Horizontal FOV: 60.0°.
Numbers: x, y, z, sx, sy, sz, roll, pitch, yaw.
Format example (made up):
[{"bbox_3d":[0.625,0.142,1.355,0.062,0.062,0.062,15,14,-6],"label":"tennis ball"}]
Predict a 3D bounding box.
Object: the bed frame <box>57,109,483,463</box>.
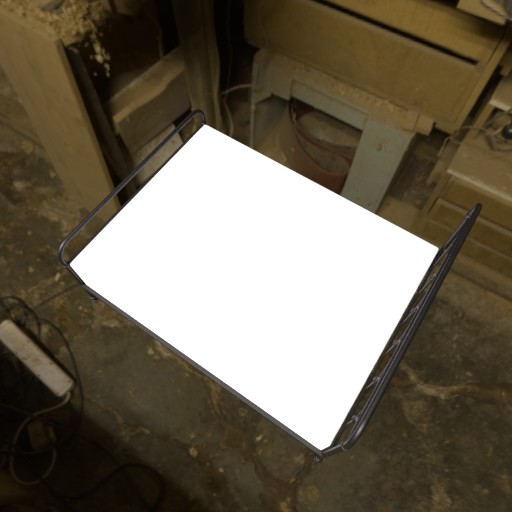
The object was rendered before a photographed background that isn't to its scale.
[{"bbox_3d":[0.000,0.000,3.110,2.203,1.276,1.664,31,67,15],"label":"bed frame"}]
